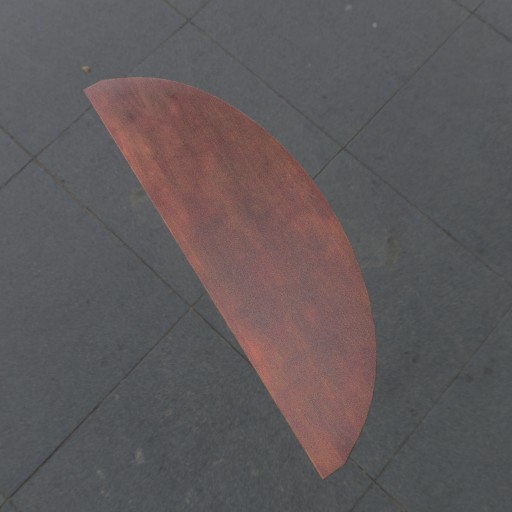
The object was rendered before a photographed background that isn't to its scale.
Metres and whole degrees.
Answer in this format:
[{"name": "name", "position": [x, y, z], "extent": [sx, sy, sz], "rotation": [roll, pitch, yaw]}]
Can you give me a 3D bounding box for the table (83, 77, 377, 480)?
[{"name": "table", "position": [0.000, 0.000, 1.497], "extent": [0.394, 0.699, 1.198], "rotation": [-32, 79, -7]}]
